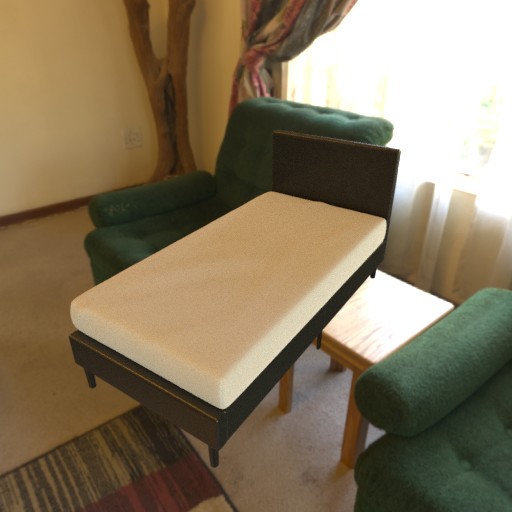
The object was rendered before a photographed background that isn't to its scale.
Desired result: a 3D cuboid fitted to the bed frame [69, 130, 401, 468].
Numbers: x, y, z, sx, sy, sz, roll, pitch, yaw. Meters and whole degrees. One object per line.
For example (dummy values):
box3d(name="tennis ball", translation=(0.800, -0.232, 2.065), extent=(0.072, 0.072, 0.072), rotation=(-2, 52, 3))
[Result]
box3d(name="bed frame", translation=(0.000, 0.000, 2.653), extent=(1.038, 1.046, 2.152), rotation=(18, 34, 29))
